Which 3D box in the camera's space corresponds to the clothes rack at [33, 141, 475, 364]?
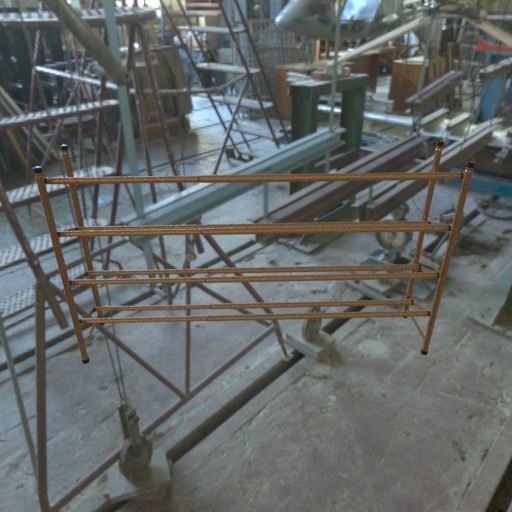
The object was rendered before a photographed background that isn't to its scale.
[{"bbox_3d":[0.000,0.000,1.422,1.168,0.672,0.229,-1,30,-2],"label":"clothes rack"}]
